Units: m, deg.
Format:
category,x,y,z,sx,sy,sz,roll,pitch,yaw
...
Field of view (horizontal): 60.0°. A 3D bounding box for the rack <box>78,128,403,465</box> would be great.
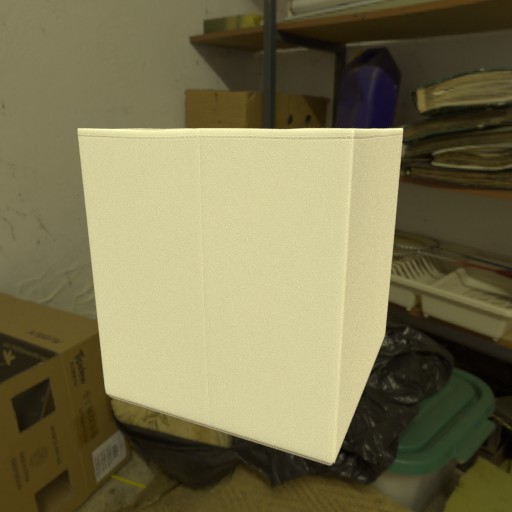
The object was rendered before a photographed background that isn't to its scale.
category,x,y,z,sx,sy,sz,roll,pitch,yaw
rack,0.000,0.000,0.506,0.270,0.280,0.270,7,18,24
